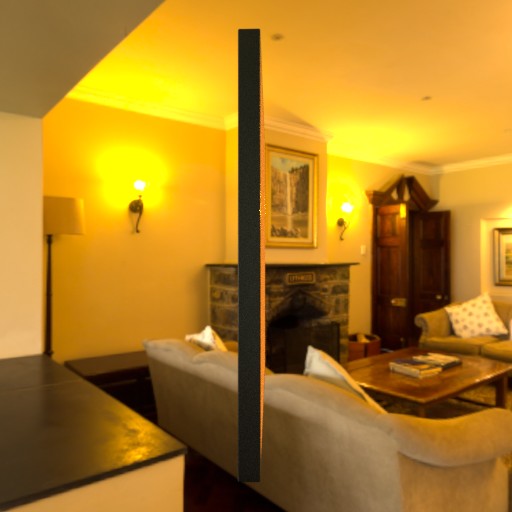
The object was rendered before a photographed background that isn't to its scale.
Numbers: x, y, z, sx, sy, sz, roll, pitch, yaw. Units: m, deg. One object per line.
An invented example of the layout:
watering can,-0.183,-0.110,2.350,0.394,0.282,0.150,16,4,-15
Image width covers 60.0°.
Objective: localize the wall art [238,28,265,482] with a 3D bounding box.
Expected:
wall art,0.000,0.000,1.120,0.038,0.761,0.755,0,0,2
